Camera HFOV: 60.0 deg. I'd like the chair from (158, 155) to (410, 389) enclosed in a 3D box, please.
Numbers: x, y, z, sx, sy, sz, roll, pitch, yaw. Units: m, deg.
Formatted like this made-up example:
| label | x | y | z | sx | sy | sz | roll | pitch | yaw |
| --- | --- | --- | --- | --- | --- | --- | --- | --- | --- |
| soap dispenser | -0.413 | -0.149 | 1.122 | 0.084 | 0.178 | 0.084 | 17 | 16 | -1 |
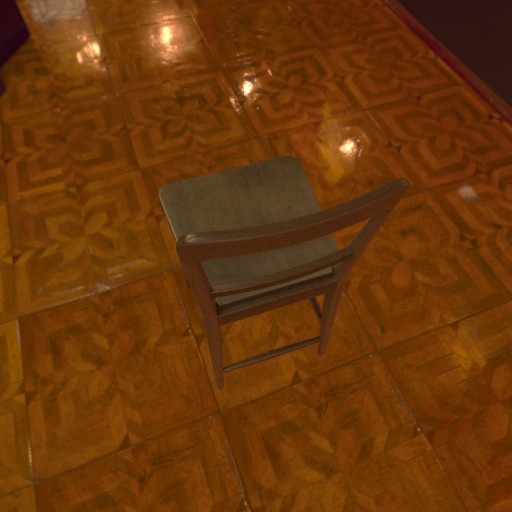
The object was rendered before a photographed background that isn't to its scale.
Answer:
| label | x | y | z | sx | sy | sz | roll | pitch | yaw |
| --- | --- | --- | --- | --- | --- | --- | --- | --- | --- |
| chair | 0.000 | 0.000 | 1.299 | 0.450 | 0.991 | 0.546 | -16 | 58 | -10 |
